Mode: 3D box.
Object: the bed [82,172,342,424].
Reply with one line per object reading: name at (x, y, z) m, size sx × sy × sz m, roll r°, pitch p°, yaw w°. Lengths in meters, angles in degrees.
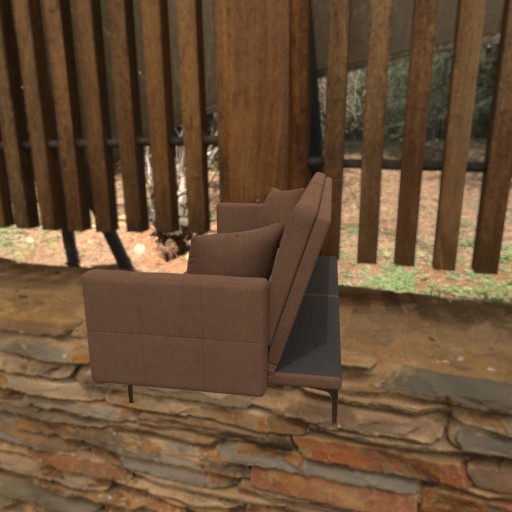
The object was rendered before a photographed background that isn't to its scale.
bed at (0.000, 0.000, 2.361) m, size 0.889 × 0.787 × 1.905 m, roll 2°, pitch 14°, yaw 9°
